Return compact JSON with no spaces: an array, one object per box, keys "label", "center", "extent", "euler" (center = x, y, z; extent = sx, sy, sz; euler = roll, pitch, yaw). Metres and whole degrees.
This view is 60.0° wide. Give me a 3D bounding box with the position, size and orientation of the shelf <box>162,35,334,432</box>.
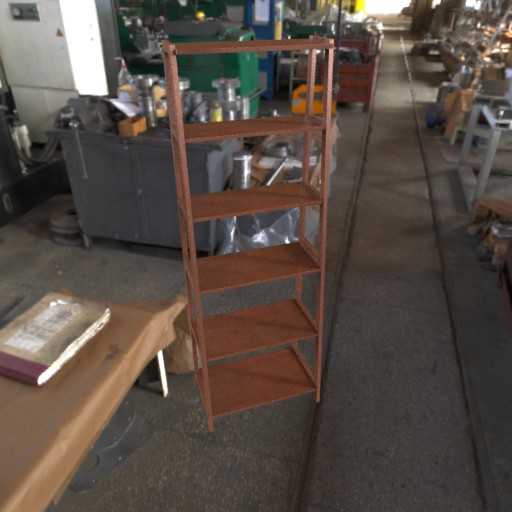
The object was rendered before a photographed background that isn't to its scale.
[{"label":"shelf","center":[0.000,0.000,2.166],"extent":[0.660,1.892,0.382],"euler":[-10,32,-16]}]
